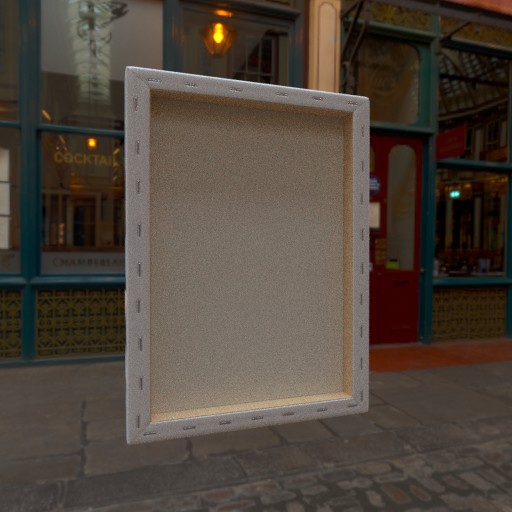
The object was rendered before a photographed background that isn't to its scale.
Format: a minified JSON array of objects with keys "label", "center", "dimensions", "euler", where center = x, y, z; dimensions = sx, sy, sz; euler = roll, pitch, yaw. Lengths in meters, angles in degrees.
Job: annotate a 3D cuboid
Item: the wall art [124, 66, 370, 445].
[{"label":"wall art","center":[0.000,0.000,0.805],"dimensions":[0.455,0.613,0.037],"euler":[0,1,-19]}]
